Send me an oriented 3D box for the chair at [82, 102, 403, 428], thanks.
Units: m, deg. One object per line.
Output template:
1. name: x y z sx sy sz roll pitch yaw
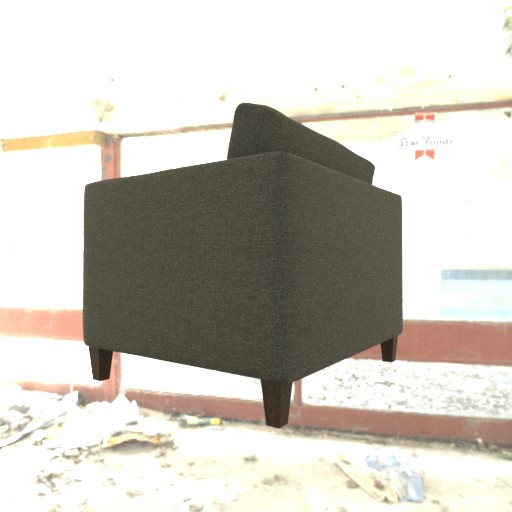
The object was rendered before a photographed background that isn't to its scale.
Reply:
1. chair: 0.000 0.000 1.893 0.959 0.963 1.107 0 0 35
